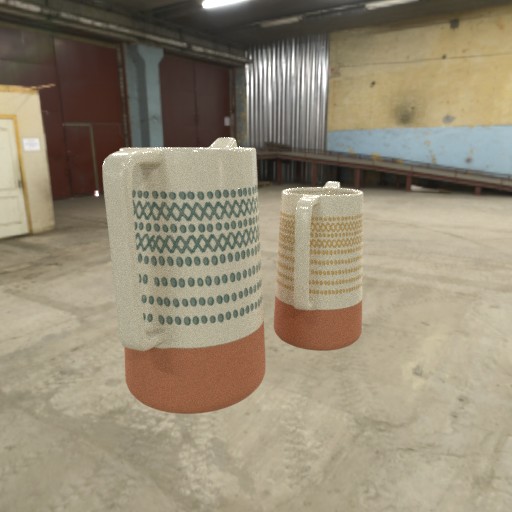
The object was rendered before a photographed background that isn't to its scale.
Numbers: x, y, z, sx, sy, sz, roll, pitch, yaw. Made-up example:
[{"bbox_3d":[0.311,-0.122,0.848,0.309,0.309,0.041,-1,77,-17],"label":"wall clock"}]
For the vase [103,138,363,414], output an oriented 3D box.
[{"bbox_3d":[0.000,0.000,0.478,0.326,0.247,0.168,-7,16,-27],"label":"vase"}]
